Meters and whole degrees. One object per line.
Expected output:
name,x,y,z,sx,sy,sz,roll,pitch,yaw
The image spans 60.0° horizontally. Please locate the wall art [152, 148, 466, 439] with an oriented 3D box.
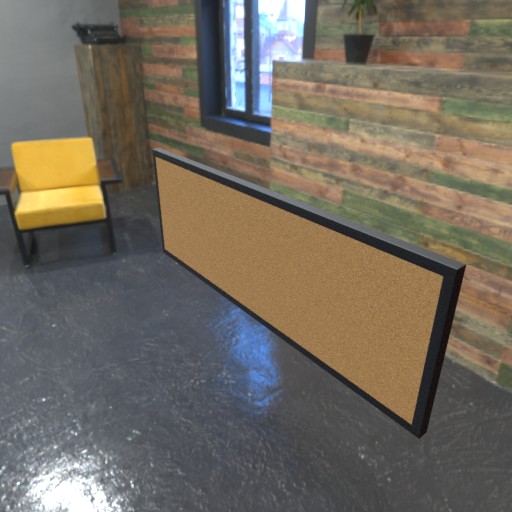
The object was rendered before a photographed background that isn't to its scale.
wall art,0.000,0.000,1.720,0.041,0.554,1.572,-19,32,-34
